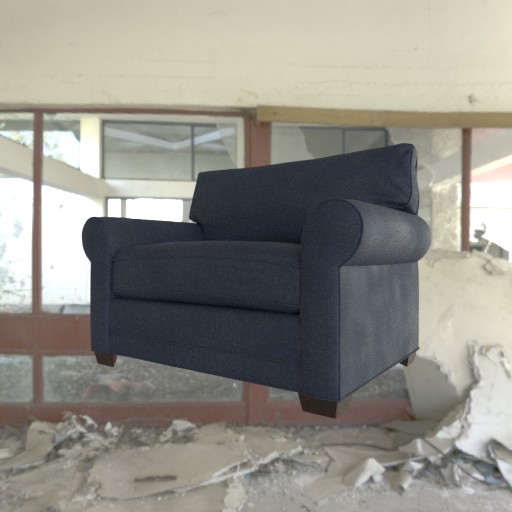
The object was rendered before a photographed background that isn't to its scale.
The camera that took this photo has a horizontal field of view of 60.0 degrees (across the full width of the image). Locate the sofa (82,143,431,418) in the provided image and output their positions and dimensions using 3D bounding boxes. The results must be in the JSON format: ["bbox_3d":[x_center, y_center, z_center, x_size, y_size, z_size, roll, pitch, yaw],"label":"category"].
[{"bbox_3d":[0.000,0.000,2.069,1.405,1.004,0.938,0,1,35],"label":"sofa"}]
